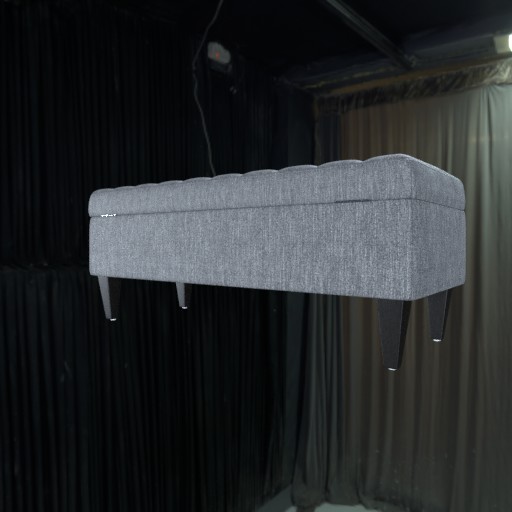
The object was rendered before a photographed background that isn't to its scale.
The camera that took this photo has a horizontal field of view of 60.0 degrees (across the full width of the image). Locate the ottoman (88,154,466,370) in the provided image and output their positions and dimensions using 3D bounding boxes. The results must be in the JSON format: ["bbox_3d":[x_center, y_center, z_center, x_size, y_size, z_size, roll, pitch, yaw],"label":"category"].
[{"bbox_3d":[0.000,0.000,1.420,1.151,0.469,0.482,1,2,37],"label":"ottoman"}]
